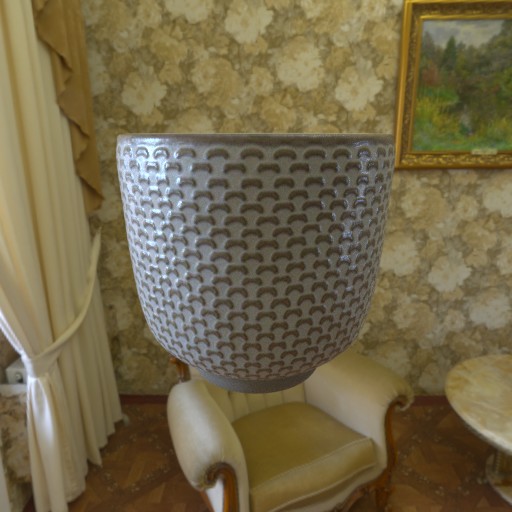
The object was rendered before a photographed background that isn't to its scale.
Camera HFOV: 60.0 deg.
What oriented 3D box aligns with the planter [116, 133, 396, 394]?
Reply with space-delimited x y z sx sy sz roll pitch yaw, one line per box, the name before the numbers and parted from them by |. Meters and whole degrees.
planter | 0.000 0.000 0.245 0.139 0.130 0.139 0 15 0
